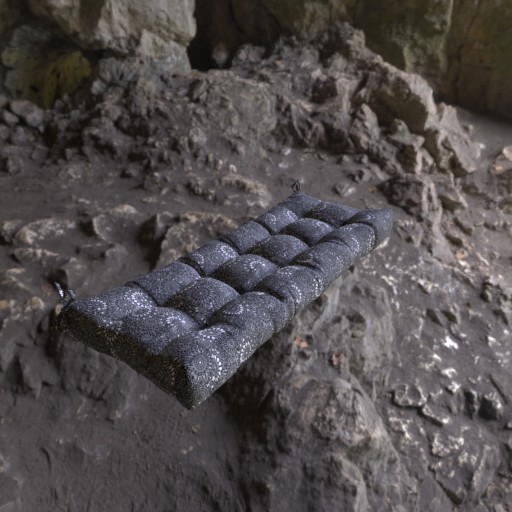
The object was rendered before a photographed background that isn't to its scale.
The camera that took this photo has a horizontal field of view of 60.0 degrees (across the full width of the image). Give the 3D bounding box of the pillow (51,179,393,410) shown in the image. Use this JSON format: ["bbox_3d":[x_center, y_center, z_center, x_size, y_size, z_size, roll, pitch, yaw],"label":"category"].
[{"bbox_3d":[0.000,0.000,1.416,0.511,0.174,1.194,18,32,32],"label":"pillow"}]
